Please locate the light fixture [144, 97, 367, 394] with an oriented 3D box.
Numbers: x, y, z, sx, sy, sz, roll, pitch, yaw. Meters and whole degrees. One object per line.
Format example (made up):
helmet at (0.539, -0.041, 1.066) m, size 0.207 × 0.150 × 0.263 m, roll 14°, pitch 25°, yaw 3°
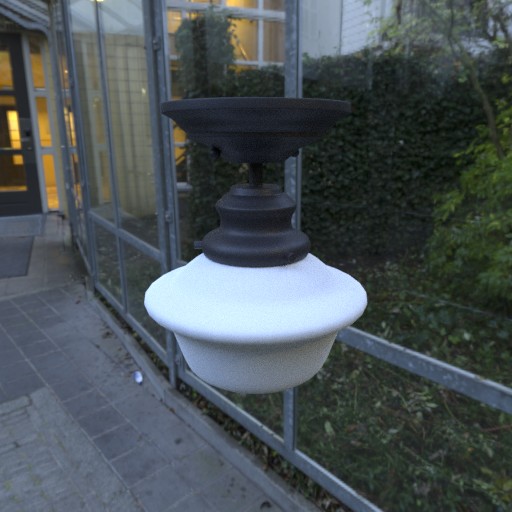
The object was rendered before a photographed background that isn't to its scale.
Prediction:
light fixture at (0.000, 0.000, 0.393) m, size 0.197 × 0.254 × 0.197 m, roll 0°, pitch 15°, yaw 0°
